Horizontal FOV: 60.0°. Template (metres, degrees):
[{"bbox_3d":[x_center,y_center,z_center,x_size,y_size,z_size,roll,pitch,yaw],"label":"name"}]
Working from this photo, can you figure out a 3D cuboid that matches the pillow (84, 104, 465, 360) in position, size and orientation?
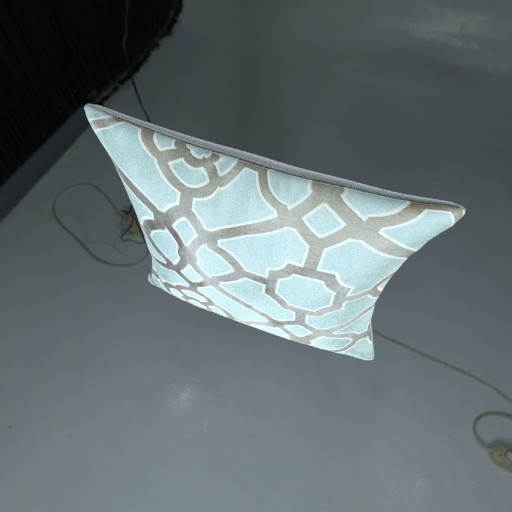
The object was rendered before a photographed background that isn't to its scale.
[{"bbox_3d":[0.000,0.000,0.810,0.552,0.508,0.166,18,59,11],"label":"pillow"}]
